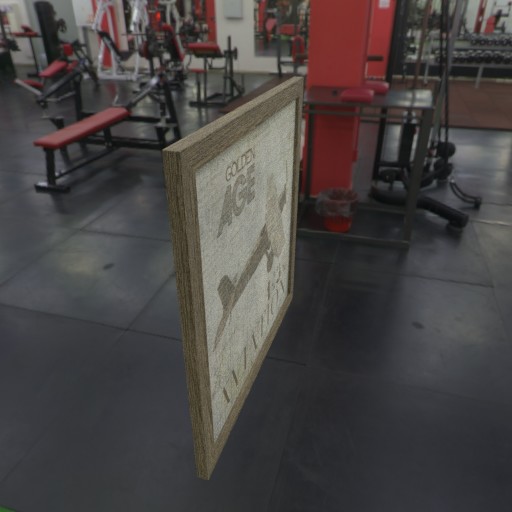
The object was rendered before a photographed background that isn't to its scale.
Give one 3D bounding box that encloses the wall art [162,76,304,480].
[{"bbox_3d":[0.000,0.000,0.759,0.019,0.508,0.508,10,31,16],"label":"wall art"}]
